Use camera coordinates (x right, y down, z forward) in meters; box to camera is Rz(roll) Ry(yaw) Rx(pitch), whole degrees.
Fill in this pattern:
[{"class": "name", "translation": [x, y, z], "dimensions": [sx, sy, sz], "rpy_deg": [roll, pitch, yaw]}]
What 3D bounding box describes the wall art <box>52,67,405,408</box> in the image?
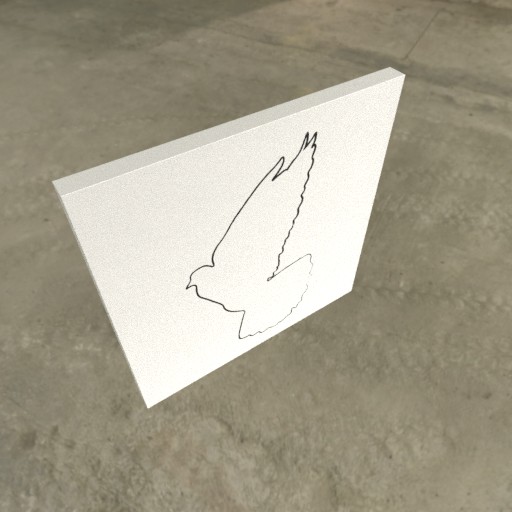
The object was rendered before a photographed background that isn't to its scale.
[{"class": "wall art", "translation": [0.000, 0.000, 0.901], "dimensions": [0.610, 0.610, 0.038], "rpy_deg": [-26, 52, -22]}]
